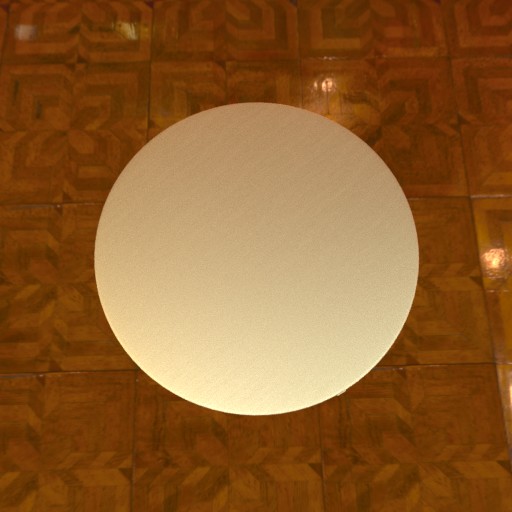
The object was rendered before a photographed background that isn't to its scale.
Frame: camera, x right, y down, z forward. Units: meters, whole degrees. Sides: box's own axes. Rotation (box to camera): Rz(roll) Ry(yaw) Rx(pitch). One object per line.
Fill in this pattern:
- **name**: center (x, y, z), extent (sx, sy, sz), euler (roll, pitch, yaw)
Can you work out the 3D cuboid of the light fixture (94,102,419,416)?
- **light fixture**: center (0.000, 0.000, 0.533), extent (0.356, 0.102, 0.356), euler (0, 75, 0)
